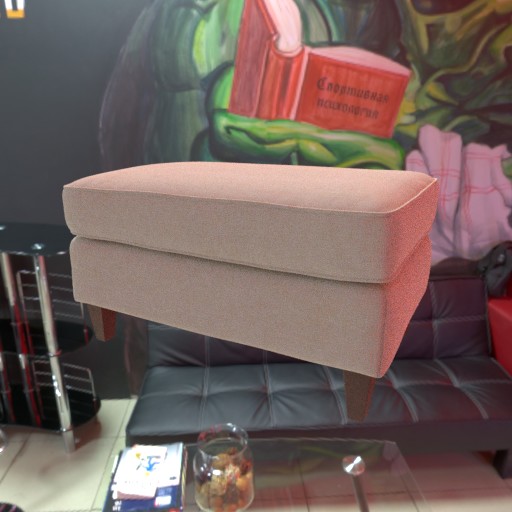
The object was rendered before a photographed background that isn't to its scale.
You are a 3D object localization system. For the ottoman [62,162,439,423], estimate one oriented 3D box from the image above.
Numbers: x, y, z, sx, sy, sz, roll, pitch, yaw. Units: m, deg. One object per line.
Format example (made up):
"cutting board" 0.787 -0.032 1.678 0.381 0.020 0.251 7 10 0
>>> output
"ottoman" 0.000 0.000 1.225 0.862 0.484 0.583 9 19 28
